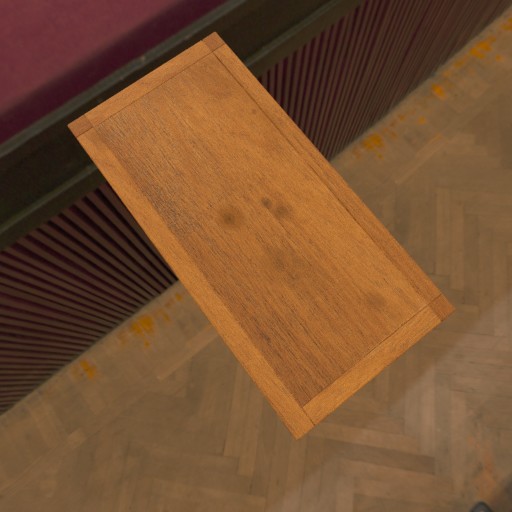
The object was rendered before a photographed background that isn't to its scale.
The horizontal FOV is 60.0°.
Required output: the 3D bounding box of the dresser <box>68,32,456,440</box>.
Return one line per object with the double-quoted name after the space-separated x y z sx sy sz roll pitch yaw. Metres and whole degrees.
0.000 0.000 1.305 0.427 0.804 0.804 -36 79 -8 "dresser"
